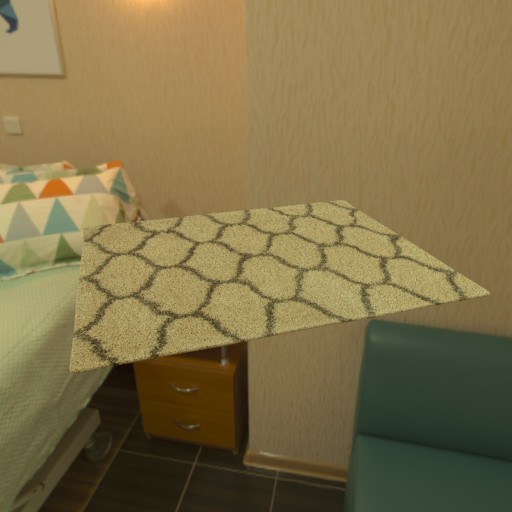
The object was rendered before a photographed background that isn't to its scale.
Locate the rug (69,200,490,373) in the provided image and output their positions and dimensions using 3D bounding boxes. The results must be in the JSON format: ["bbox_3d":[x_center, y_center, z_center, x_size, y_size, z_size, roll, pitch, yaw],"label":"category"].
[{"bbox_3d":[0.000,0.000,3.977,3.000,0.026,2.399,-8,26,-16],"label":"rug"}]
